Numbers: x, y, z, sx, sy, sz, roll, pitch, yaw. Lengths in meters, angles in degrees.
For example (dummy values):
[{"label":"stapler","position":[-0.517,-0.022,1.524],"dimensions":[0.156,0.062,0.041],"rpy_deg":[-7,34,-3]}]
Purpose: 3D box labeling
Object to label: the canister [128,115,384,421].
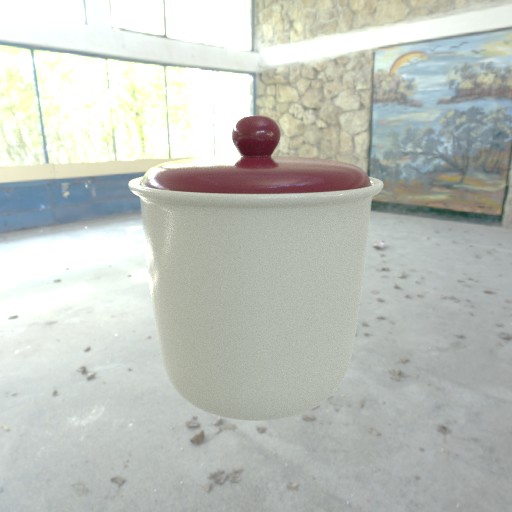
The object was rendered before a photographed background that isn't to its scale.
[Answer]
[{"label":"canister","position":[0.000,0.000,0.343],"dimensions":[0.182,0.208,0.182],"rpy_deg":[0,15,0]}]
